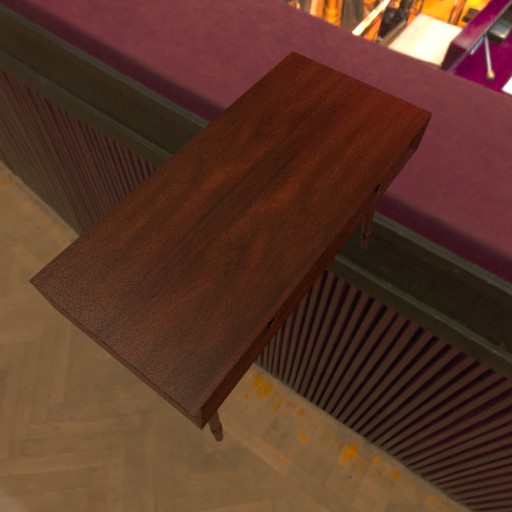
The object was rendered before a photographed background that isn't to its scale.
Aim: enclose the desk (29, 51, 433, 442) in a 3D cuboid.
[{"bbox_3d":[0.000,0.000,2.146,0.734,1.031,1.577,33,64,18],"label":"desk"}]
